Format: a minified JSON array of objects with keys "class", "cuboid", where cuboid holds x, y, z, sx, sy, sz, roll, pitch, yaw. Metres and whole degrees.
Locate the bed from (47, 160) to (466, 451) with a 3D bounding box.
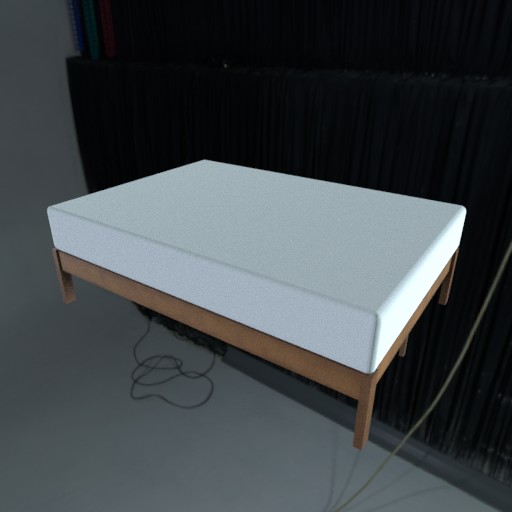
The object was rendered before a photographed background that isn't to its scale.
[{"class":"bed","cuboid":[0.000,0.000,2.581,1.927,0.616,1.348,17,30,31]}]
